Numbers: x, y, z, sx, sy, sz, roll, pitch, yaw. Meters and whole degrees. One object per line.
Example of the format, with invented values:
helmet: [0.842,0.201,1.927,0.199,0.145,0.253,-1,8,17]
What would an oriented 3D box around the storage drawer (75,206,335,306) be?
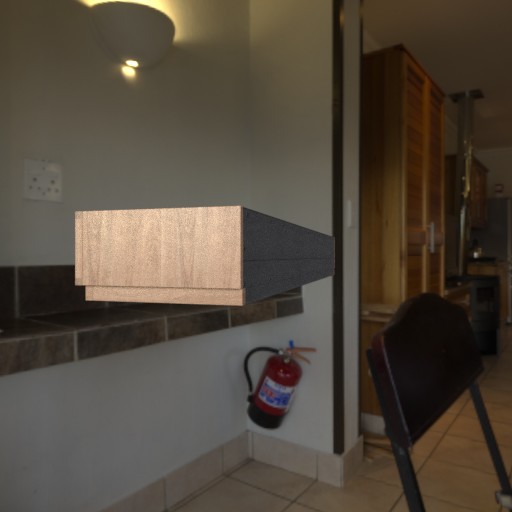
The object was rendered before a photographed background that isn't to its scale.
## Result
storage drawer: [0.000,0.000,2.211,0.538,0.264,2.032,0,0,17]
